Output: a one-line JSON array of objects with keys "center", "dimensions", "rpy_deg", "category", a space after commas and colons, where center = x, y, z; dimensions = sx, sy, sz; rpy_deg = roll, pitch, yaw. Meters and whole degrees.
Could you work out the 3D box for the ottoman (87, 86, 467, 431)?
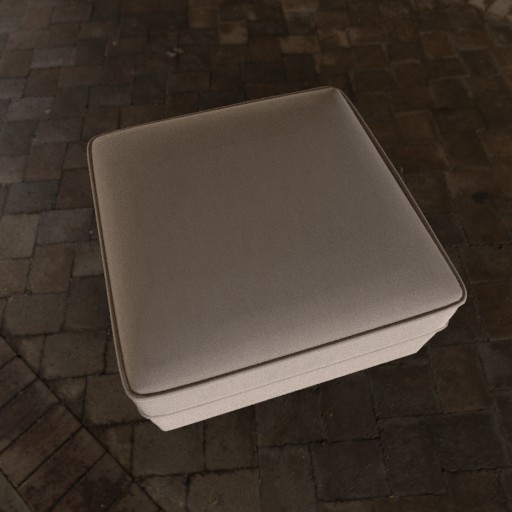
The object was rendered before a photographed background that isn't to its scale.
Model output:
[{"center": [0.000, 0.000, 1.013], "dimensions": [0.613, 0.438, 0.616], "rpy_deg": [-15, 59, -9], "category": "ottoman"}]
